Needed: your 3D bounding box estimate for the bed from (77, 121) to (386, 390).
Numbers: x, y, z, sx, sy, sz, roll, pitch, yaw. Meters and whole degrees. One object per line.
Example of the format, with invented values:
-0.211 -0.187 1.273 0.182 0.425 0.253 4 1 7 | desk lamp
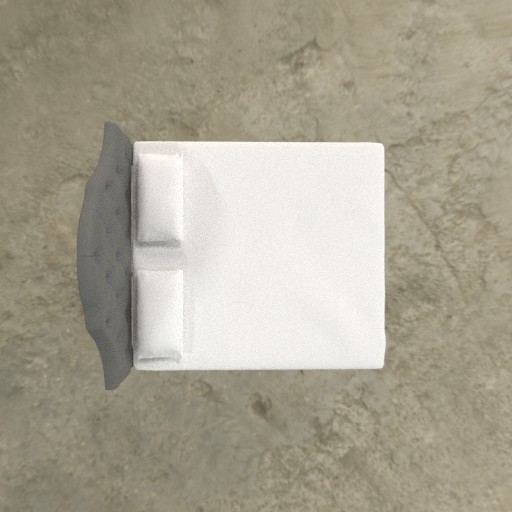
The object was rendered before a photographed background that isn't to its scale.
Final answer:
0.000 0.000 3.507 2.214 1.615 2.008 0 90 -1 | bed
